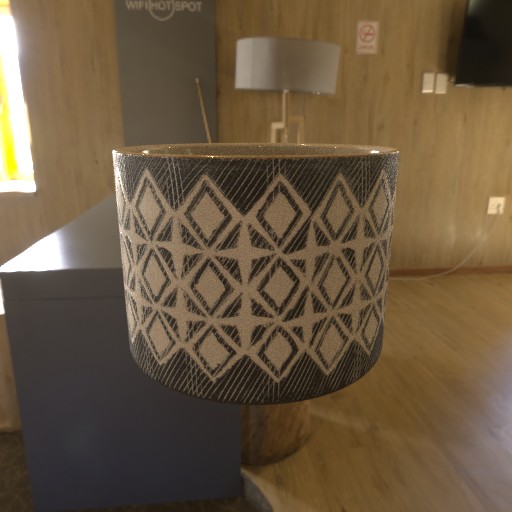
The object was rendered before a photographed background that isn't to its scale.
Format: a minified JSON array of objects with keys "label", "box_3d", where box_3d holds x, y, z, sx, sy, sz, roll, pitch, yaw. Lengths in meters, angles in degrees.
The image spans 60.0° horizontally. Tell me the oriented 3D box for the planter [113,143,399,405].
[{"label":"planter","box_3d":[0.000,0.000,0.219,0.126,0.104,0.126,0,16,0]}]
